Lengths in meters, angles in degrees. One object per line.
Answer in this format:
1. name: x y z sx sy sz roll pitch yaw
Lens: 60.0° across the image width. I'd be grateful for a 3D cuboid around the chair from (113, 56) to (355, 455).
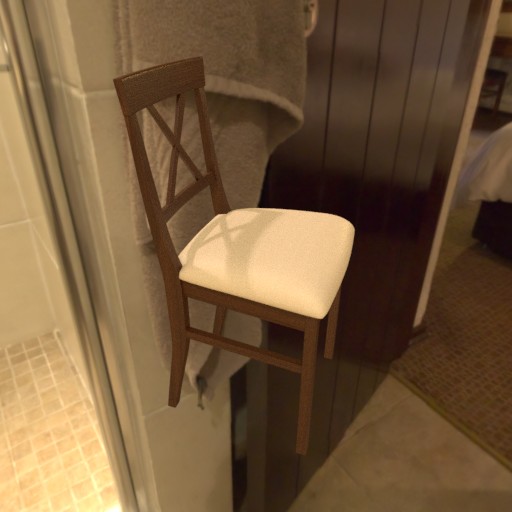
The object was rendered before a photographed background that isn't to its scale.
1. chair: 0.000 0.000 1.168 0.480 0.913 0.440 10 32 16
